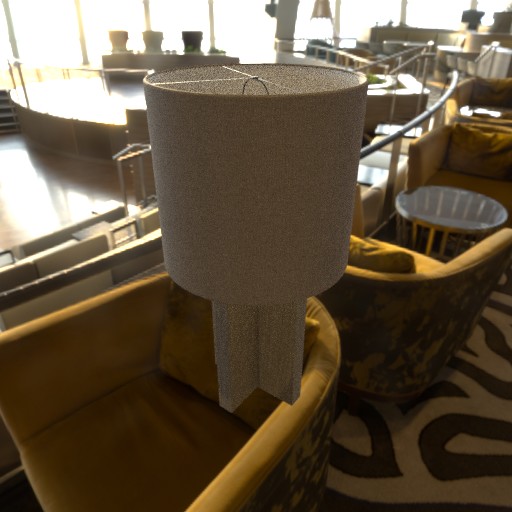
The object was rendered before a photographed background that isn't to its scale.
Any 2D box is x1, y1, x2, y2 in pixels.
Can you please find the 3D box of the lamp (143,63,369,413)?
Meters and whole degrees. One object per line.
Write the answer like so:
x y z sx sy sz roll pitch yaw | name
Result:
0.000 0.000 0.563 0.229 0.428 0.229 20 35 31 | lamp
